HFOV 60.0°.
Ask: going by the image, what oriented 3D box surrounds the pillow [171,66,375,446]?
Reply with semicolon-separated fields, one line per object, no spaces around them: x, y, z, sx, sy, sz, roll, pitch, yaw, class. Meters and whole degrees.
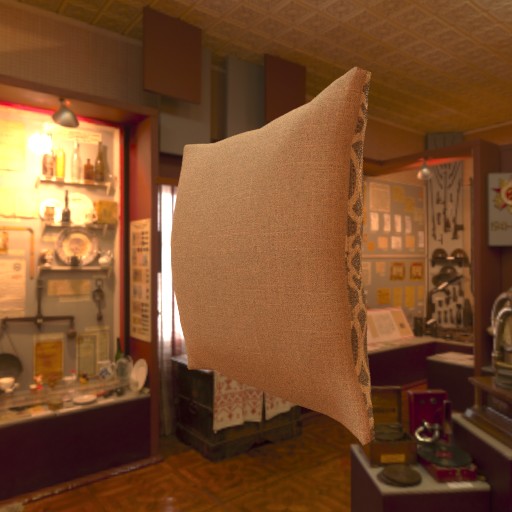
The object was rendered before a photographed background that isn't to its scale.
0.000;0.000;0.782;0.215;0.498;0.508;1;-1;-36;pillow
